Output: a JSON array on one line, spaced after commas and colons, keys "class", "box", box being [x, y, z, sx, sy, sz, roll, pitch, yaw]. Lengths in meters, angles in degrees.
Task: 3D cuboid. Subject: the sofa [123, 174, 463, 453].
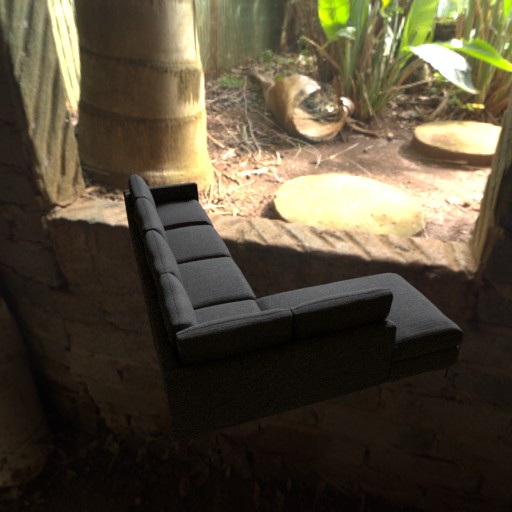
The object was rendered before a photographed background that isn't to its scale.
[{"class": "sofa", "box": [0.000, 0.000, 3.908, 2.007, 0.815, 2.949, -10, 31, -16]}]
